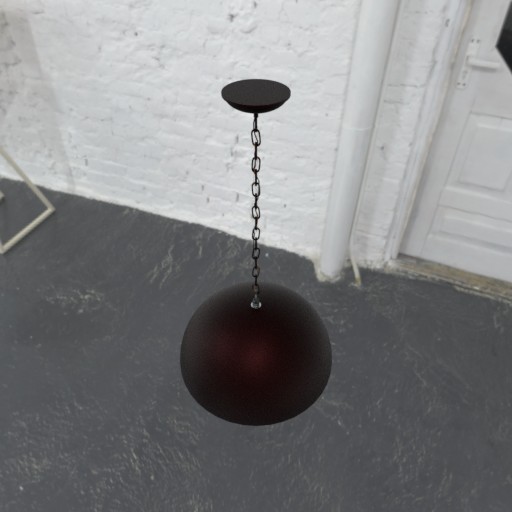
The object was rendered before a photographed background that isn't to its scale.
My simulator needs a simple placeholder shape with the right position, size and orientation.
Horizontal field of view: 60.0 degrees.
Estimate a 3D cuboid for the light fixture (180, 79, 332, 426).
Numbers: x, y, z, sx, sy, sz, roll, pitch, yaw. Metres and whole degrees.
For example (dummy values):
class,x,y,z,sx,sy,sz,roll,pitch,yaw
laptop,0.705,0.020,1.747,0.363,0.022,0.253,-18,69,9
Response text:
class,x,y,z,sx,sy,sz,roll,pitch,yaw
light fixture,0.000,0.000,1.167,0.492,0.869,0.492,0,41,0
